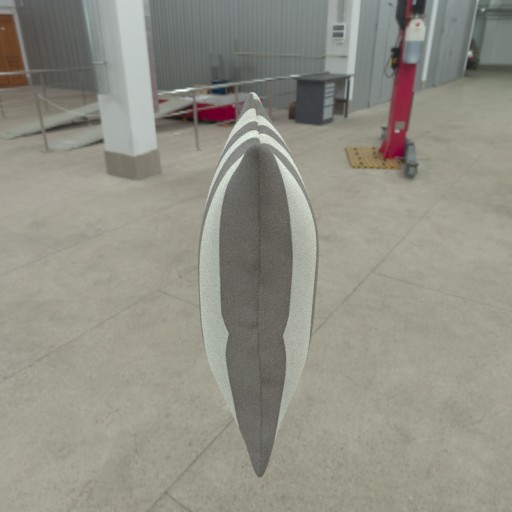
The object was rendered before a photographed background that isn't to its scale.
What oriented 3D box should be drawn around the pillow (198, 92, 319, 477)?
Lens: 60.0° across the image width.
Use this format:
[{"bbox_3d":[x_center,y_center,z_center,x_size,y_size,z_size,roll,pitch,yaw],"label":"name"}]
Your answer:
[{"bbox_3d":[0.000,0.000,0.796,0.192,0.507,0.522,-1,26,-1],"label":"pillow"}]
